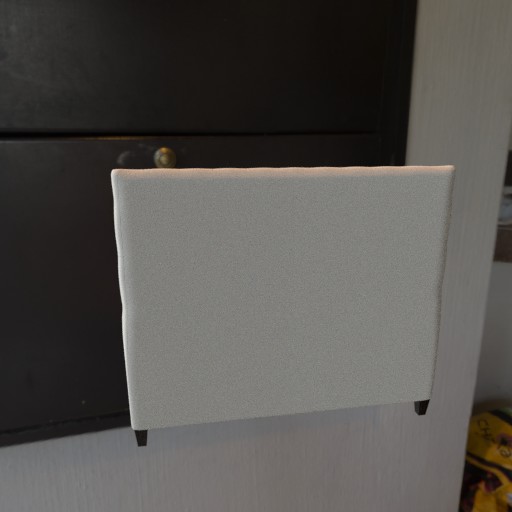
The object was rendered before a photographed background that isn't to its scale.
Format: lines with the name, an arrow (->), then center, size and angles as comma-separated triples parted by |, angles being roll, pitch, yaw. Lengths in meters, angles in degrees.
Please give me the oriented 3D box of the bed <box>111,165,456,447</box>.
bed -> 0.000, 0.000, 3.308 | 1.696, 1.426, 2.233 | -3, 15, -10
